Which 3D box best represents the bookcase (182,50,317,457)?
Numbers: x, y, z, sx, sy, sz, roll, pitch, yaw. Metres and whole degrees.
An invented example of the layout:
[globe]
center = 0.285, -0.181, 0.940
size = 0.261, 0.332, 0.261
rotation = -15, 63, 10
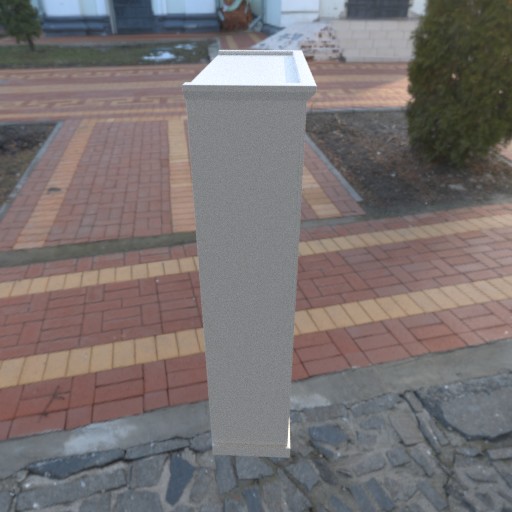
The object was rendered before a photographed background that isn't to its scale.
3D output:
[bookcase]
center = 0.000, 0.000, 2.343
size = 0.432, 1.880, 1.050
rotation = 1, 31, 2
